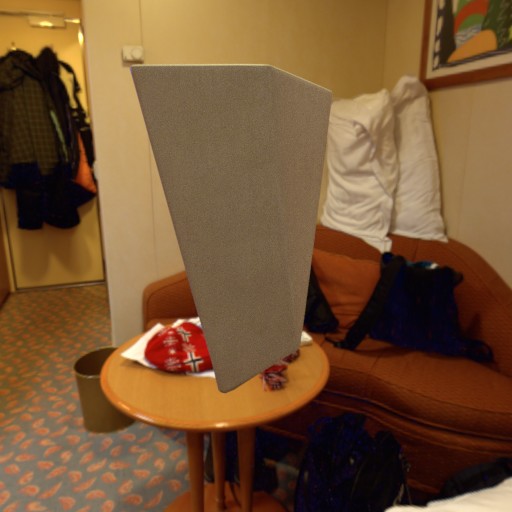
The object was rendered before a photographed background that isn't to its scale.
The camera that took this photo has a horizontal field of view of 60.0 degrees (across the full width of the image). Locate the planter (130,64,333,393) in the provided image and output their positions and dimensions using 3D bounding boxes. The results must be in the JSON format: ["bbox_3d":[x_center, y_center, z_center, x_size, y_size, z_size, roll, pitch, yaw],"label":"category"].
[{"bbox_3d":[0.000,0.000,0.269,0.060,0.197,0.150,6,15,24],"label":"planter"}]
